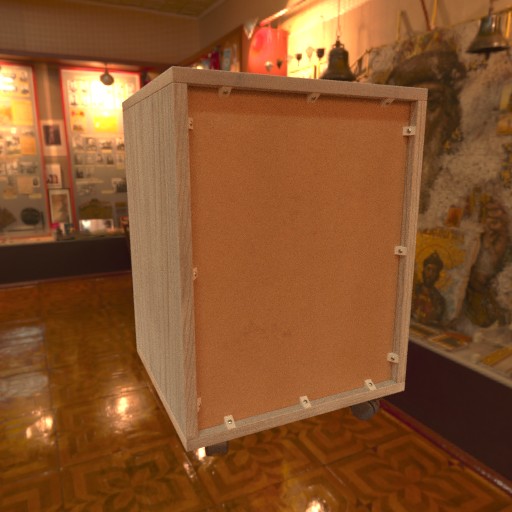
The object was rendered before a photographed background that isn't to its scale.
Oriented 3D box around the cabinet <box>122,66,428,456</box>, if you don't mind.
[{"bbox_3d":[0.000,0.000,0.850,0.409,0.579,0.401,-6,14,-25],"label":"cabinet"}]
